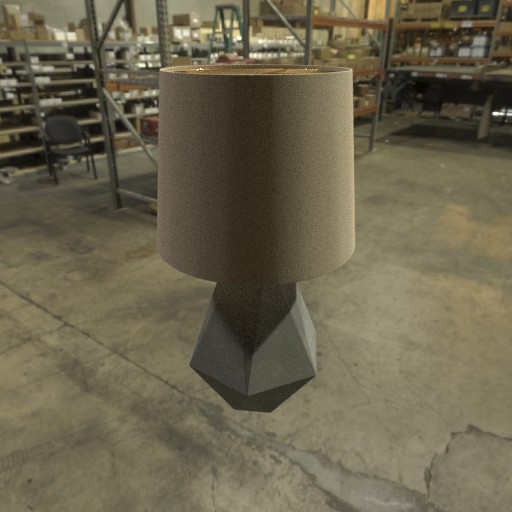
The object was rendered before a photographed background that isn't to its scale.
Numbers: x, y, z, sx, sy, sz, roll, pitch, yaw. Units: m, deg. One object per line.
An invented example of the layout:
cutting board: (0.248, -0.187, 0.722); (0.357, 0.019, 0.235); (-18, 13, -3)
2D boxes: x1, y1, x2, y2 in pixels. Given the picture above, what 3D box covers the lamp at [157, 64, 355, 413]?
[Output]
lamp: (0.000, 0.000, 0.642); (0.276, 0.501, 0.276); (0, 26, 0)
